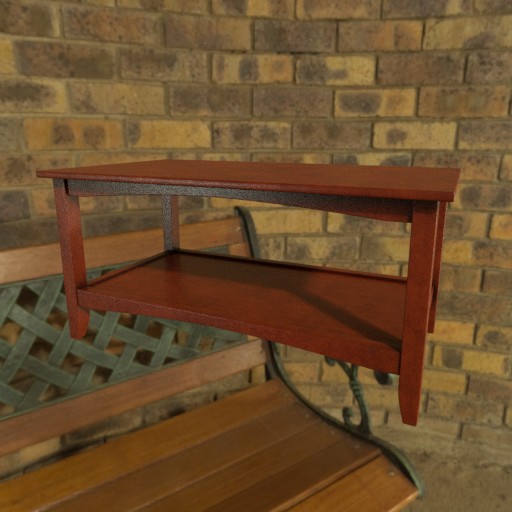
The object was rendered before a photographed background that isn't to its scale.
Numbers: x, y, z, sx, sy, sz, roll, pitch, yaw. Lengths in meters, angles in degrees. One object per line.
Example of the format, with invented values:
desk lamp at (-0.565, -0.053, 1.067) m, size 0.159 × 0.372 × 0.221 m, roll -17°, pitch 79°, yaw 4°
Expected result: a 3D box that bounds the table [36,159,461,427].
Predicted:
table at (0.000, 0.000, 1.184) m, size 0.943 × 0.456 × 0.533 m, roll 7°, pitch 17°, yaw 24°
